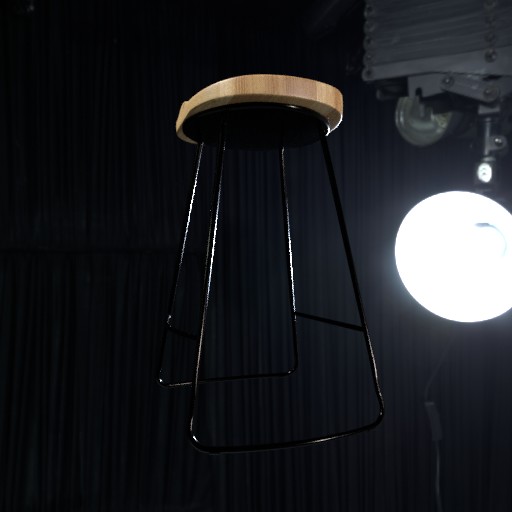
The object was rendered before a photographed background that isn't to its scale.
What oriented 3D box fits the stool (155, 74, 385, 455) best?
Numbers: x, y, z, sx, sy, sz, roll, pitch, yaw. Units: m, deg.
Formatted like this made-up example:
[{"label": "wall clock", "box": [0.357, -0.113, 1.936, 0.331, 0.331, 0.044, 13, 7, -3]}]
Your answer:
[{"label": "stool", "box": [0.000, 0.000, 1.007, 0.401, 0.679, 0.480, 0, -1, -20]}]
